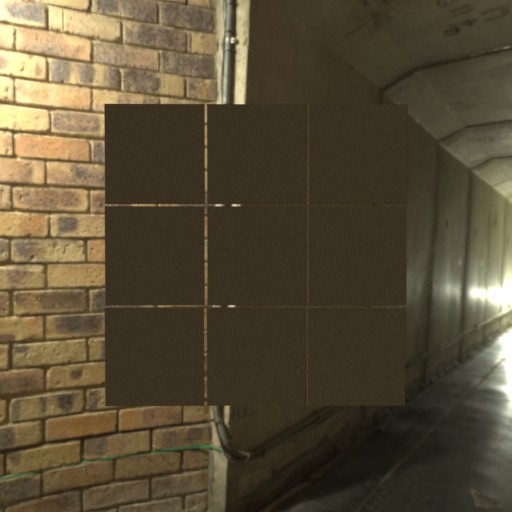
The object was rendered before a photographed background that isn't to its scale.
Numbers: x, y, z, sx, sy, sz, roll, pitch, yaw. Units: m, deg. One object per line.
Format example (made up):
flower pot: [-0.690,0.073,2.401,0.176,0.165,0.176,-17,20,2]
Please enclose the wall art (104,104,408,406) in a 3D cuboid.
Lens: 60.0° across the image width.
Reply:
wall art: [0.000,0.000,1.352,0.919,0.917,0.010,0,1,-1]
